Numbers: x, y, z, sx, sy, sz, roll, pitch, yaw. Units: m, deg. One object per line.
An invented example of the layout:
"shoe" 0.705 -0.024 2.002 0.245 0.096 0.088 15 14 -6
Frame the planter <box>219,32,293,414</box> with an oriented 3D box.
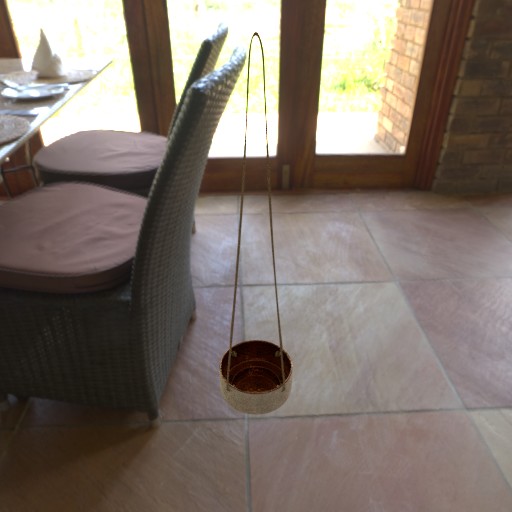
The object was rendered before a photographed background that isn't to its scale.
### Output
"planter" 0.000 0.000 1.137 0.223 1.030 0.223 0 32 0
